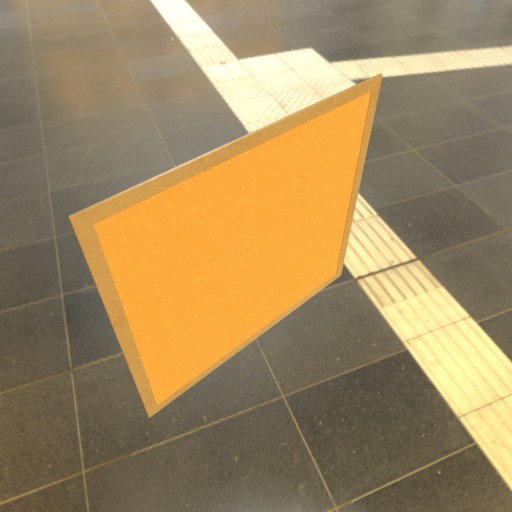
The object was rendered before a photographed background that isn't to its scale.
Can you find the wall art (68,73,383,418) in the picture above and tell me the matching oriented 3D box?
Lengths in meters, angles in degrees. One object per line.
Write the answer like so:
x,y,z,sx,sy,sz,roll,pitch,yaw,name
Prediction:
0.000,0.000,1.682,1.168,1.067,0.025,-32,54,-27,wall art
